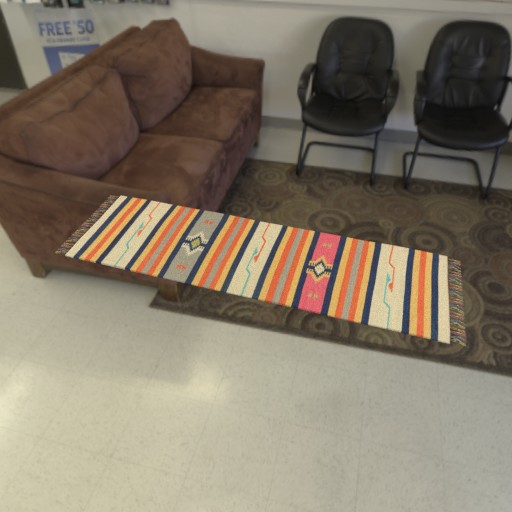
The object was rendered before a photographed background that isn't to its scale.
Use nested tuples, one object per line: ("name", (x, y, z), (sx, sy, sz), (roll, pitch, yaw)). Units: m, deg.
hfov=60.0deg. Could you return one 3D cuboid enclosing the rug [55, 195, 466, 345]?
("rug", (0.000, 0.000, 2.770), (2.455, 0.017, 0.695), (12, 43, 13))
